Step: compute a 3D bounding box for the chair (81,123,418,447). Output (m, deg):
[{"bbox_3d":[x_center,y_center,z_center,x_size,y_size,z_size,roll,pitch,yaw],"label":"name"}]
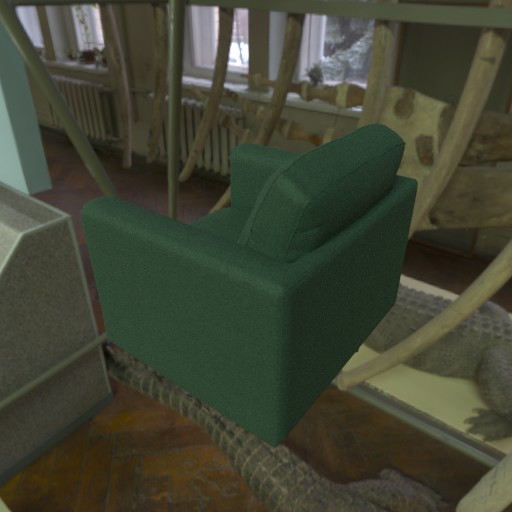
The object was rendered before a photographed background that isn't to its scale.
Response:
[{"bbox_3d":[0.000,0.000,1.572,0.800,0.927,0.855,21,37,31],"label":"chair"}]
